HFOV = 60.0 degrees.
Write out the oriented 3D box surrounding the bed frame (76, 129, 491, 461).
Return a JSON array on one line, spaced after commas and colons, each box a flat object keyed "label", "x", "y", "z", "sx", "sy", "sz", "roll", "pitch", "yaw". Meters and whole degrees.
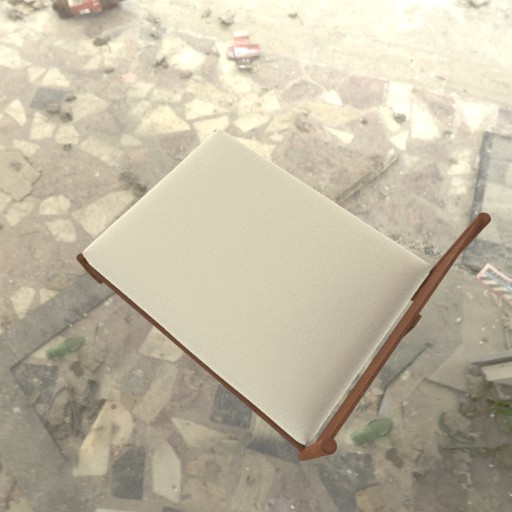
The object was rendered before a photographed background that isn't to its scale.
[{"label": "bed frame", "x": 0.000, "y": 0.000, "z": 3.203, "sx": 2.234, "sy": 1.321, "sz": 1.655, "roll": 36, "pitch": 69, "yaw": 16}]
